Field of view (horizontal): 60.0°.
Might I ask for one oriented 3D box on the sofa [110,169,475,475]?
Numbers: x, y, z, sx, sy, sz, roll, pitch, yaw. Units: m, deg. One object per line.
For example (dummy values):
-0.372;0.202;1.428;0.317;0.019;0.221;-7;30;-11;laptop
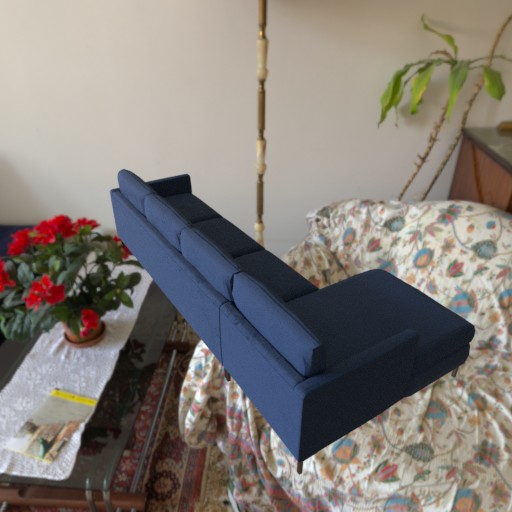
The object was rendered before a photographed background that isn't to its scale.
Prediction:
0.000;0.000;2.864;1.128;0.679;2.450;-18;35;-28;sofa
